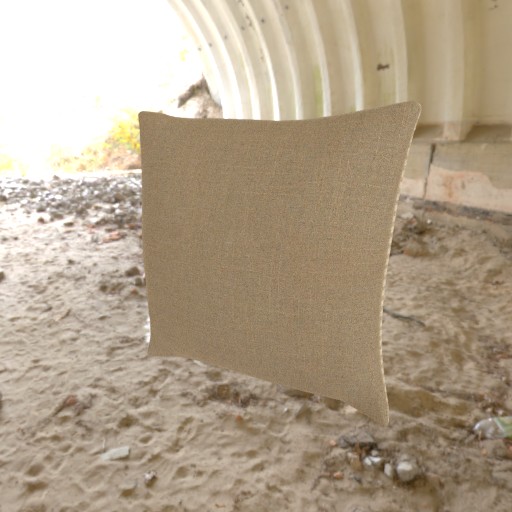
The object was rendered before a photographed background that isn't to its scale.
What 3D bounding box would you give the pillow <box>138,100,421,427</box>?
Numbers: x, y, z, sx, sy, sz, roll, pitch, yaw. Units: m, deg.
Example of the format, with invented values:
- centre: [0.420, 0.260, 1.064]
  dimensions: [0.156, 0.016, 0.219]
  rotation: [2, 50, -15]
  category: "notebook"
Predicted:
- centre: [0.000, 0.000, 0.766]
  dimensions: [0.496, 0.491, 0.219]
  rotation: [8, 17, 27]
  category: "pillow"
